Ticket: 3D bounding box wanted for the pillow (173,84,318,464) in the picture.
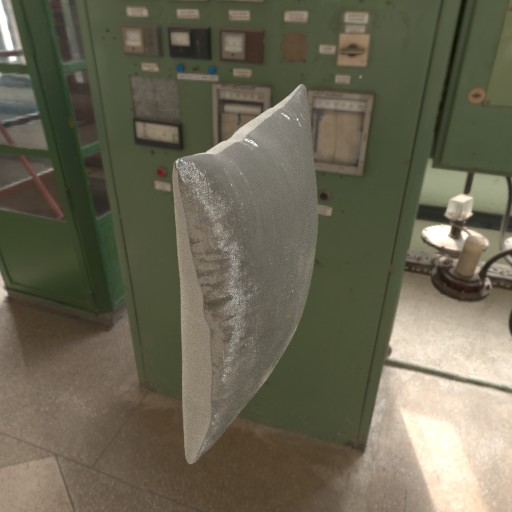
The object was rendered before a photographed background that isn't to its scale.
[{"bbox_3d":[0.000,0.000,0.716,0.175,0.464,0.470,11,32,18],"label":"pillow"}]
